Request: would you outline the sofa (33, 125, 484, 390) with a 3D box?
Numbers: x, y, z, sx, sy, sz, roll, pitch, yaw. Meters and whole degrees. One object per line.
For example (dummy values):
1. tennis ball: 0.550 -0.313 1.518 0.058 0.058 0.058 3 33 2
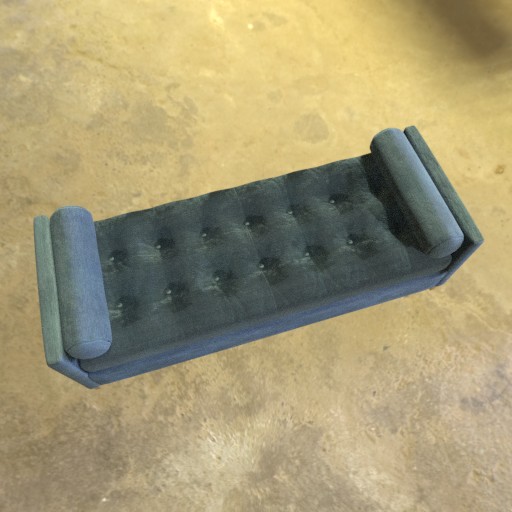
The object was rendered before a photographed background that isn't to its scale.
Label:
1. sofa: 0.000 0.000 2.420 2.102 0.705 0.796 -15 64 -8
